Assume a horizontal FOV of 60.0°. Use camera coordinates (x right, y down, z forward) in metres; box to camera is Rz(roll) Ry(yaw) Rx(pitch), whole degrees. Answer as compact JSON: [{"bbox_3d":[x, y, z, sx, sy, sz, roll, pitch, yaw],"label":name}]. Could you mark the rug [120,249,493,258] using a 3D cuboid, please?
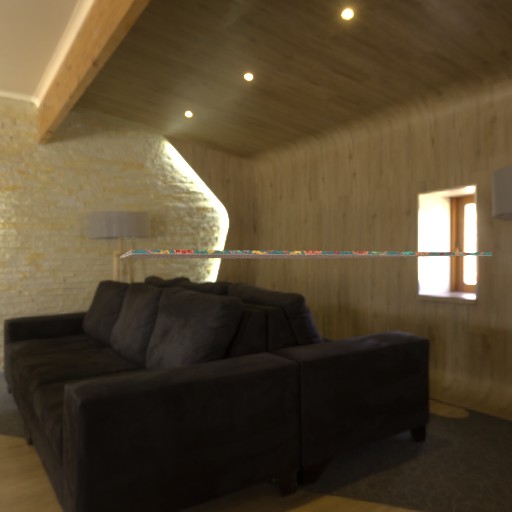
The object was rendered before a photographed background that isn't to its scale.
[{"bbox_3d":[0.000,0.000,4.228,2.434,0.025,3.204,0,-1,-18],"label":"rug"}]
